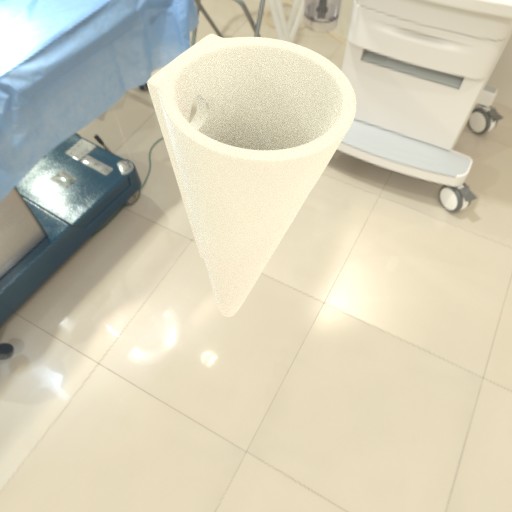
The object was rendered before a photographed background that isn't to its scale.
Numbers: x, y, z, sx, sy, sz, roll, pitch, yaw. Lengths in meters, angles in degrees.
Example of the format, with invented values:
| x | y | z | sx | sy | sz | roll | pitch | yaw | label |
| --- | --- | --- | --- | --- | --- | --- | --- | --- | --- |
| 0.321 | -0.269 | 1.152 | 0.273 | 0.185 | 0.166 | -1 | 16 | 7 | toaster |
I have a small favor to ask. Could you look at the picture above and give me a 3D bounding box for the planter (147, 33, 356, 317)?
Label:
| x | y | z | sx | sy | sz | roll | pitch | yaw | label |
| --- | --- | --- | --- | --- | --- | --- | --- | --- | --- |
| 0.000 | 0.000 | 0.220 | 0.064 | 0.193 | 0.057 | 31 | 63 | 18 | planter |
